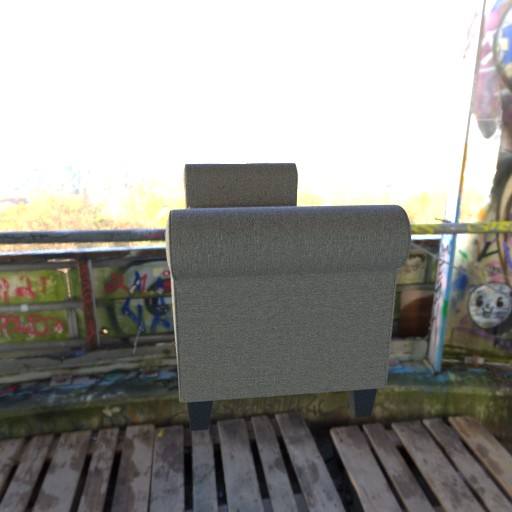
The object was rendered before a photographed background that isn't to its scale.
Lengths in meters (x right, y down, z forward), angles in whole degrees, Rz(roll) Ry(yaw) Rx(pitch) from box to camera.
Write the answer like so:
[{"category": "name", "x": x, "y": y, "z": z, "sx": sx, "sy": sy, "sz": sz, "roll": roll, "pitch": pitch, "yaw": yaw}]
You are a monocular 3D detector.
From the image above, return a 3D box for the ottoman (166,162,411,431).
[{"category": "ottoman", "x": 0.000, "y": 0.000, "z": 1.554, "sx": 0.521, "sy": 0.547, "sz": 1.256, "roll": -2, "pitch": 17, "yaw": -7}]
